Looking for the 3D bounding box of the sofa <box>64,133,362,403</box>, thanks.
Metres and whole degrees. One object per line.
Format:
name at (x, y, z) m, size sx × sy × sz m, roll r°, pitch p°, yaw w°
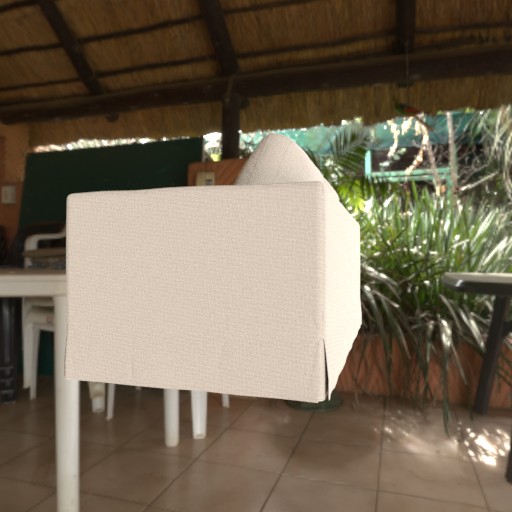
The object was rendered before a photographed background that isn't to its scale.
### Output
sofa at (0.000, 0.000, 2.388) m, size 1.009 × 0.932 × 1.813 m, roll 0°, pitch 0°, yaw 17°
